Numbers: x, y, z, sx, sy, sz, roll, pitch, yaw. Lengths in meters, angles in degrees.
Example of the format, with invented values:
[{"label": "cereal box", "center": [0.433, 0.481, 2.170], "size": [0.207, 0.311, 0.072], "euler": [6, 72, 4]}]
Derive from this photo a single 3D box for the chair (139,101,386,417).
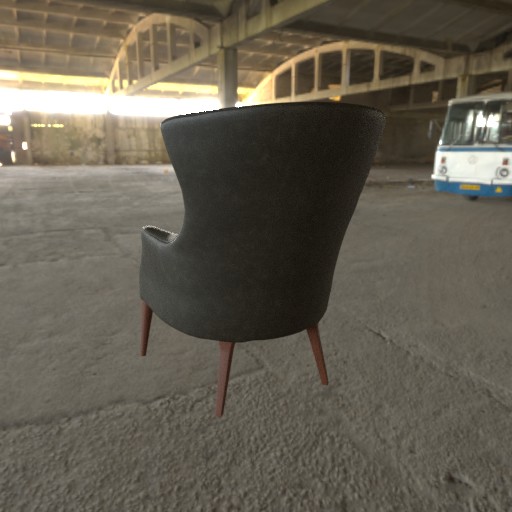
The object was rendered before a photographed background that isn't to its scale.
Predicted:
[{"label": "chair", "center": [0.000, 0.000, 1.734], "size": [0.819, 1.068, 0.954], "euler": [-7, 16, -27]}]
